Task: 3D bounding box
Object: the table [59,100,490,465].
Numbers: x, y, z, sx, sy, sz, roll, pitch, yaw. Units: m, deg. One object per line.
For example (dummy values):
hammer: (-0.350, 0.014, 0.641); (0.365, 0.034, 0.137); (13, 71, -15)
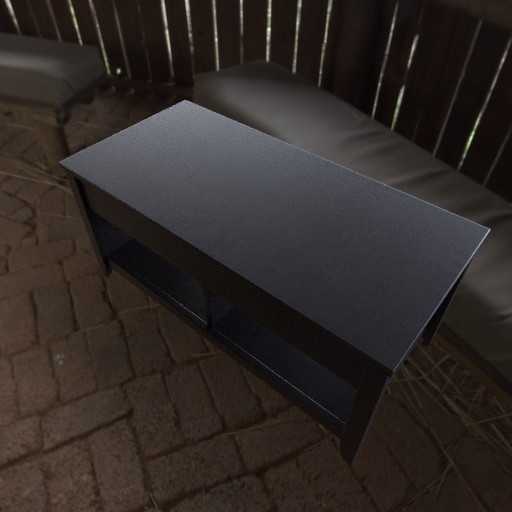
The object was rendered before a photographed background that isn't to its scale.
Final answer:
table: (0.000, 0.000, 1.288); (1.016, 0.457, 0.483); (31, 53, 27)
